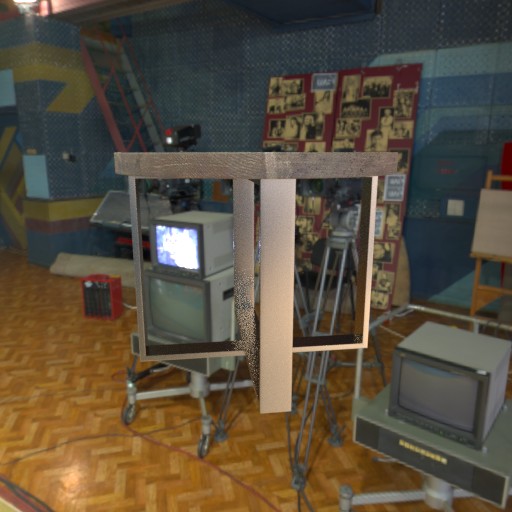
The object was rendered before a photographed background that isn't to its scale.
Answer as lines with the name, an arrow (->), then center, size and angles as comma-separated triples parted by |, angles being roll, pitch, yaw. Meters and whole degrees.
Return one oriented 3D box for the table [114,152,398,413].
table -> 0.000, 0.000, 0.961 | 0.557, 0.437, 0.557 | 0, 13, 0
